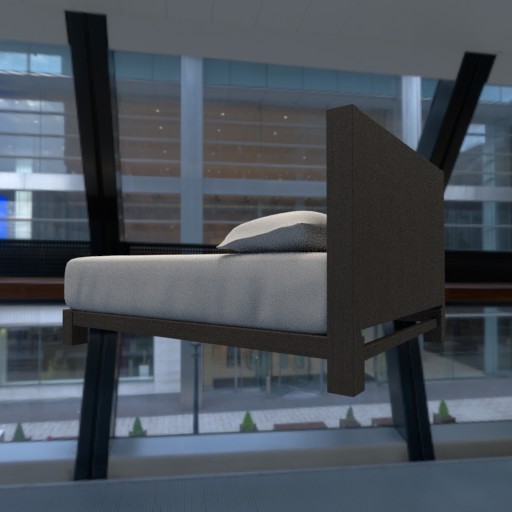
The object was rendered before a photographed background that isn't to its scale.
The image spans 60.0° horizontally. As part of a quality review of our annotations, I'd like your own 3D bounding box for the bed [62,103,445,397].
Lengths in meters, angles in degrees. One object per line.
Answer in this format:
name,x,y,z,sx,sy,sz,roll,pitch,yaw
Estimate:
bed,0.000,0.000,3.263,2.242,1.270,1.727,-1,-1,35
